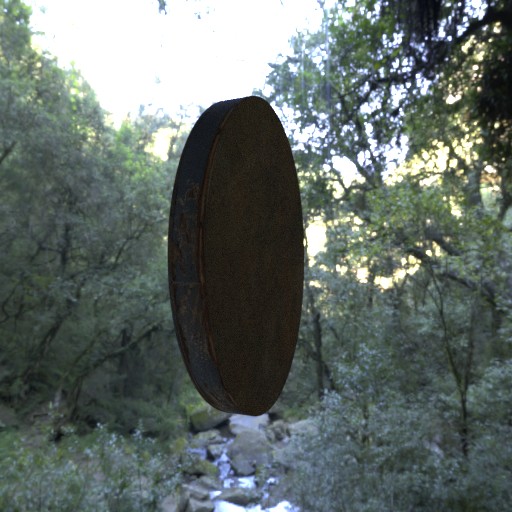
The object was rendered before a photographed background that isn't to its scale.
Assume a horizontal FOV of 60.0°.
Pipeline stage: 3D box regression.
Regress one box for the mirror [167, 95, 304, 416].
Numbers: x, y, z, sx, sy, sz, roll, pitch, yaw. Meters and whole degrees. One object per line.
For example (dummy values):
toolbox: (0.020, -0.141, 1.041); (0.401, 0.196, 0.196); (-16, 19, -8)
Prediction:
mirror: (0.000, 0.000, 0.864); (0.061, 0.585, 0.585); (0, -1, 19)
